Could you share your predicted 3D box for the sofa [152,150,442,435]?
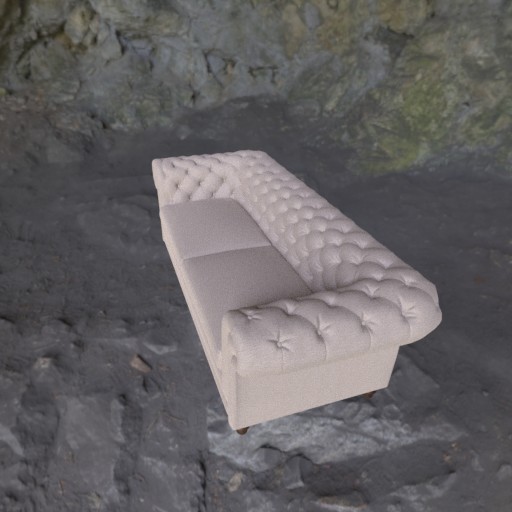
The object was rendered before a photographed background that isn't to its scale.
[{"bbox_3d":[0.000,0.000,3.131,1.076,0.847,2.694,-10,31,-17],"label":"sofa"}]
